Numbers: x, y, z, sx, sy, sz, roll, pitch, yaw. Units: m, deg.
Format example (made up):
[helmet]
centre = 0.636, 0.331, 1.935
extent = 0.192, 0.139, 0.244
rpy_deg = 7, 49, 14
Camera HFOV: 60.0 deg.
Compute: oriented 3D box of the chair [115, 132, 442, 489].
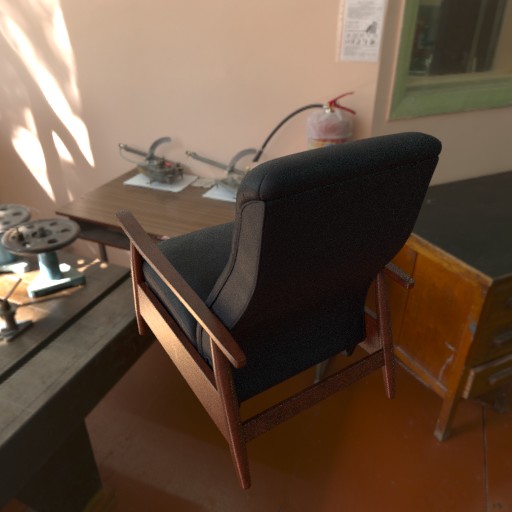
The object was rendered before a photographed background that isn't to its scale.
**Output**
[chair]
centre = 0.000, 0.000, 1.716
extent = 0.762, 1.082, 1.014
rpy_deg = -18, 35, -28
